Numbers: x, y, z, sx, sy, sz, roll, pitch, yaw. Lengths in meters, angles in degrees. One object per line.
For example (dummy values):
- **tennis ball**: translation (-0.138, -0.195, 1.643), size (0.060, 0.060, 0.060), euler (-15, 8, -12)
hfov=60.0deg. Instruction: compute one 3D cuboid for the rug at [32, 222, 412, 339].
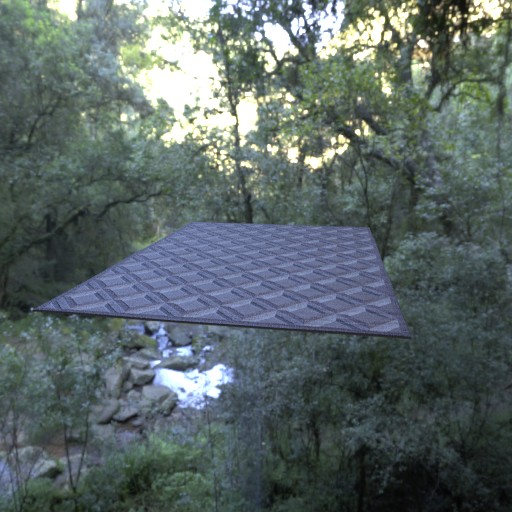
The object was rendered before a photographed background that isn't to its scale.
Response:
- **rug**: translation (0.000, 0.000, 2.881), size (1.600, 0.013, 2.260), euler (3, 15, 10)
